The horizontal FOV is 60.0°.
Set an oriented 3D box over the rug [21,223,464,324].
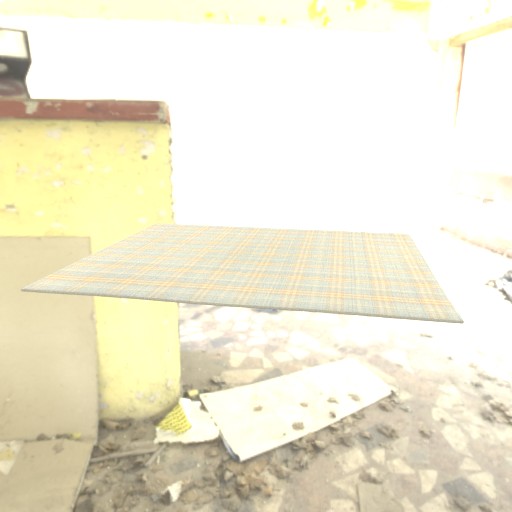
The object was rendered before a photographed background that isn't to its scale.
[{"bbox_3d":[0.000,0.000,4.132,3.066,0.030,2.462,3,16,10],"label":"rug"}]
